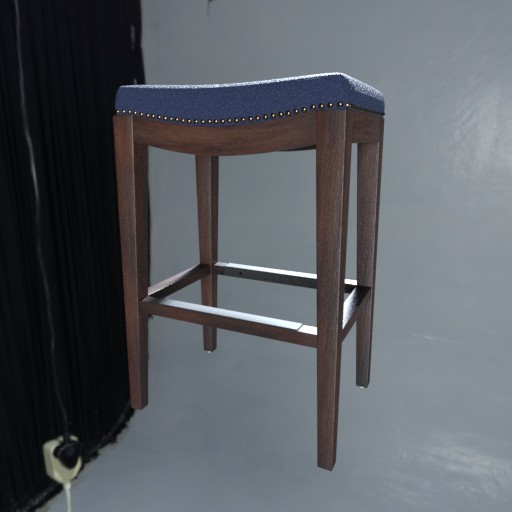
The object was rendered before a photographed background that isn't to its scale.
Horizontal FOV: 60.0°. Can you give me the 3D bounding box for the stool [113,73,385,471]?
[{"bbox_3d":[0.000,0.000,1.029,0.498,0.740,0.358,7,16,24],"label":"stool"}]
